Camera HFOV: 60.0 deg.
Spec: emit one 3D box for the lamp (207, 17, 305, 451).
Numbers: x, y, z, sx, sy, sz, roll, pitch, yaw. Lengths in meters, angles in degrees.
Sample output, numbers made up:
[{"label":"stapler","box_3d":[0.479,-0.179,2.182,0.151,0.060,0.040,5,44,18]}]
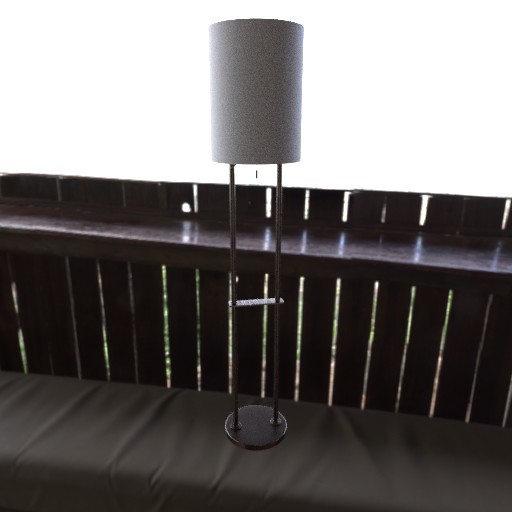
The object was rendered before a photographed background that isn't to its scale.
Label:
[{"label":"lamp","box_3d":[0.000,0.000,1.615,0.306,1.500,0.305,-3,17,-9]}]
